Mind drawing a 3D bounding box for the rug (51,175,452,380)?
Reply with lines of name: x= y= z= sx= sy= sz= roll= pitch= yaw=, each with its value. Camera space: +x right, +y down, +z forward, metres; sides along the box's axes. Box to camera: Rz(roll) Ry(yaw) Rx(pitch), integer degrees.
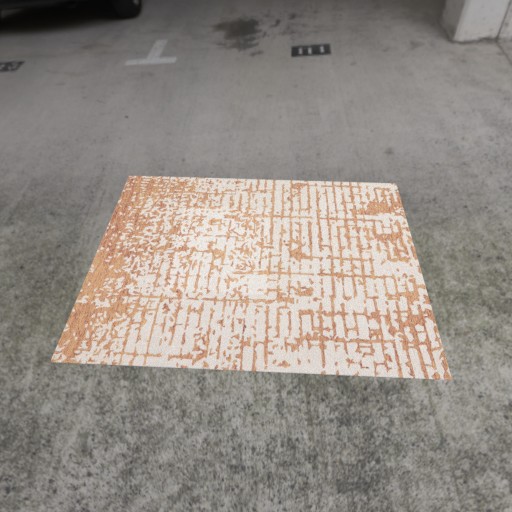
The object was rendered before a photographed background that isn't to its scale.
rug: x=0.000 y=0.000 z=4.210 sx=3.050 sy=0.011 sz=2.441 roll=2 pitch=46 yaw=2
